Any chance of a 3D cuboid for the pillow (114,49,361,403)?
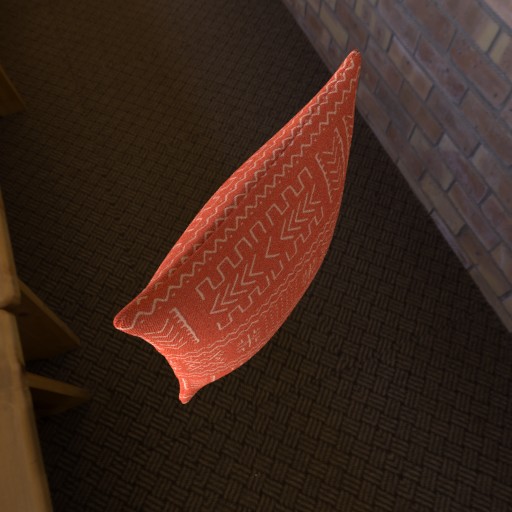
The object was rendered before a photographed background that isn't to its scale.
[{"bbox_3d":[0.000,0.000,0.654,0.164,0.429,0.438,33,68,15],"label":"pillow"}]
